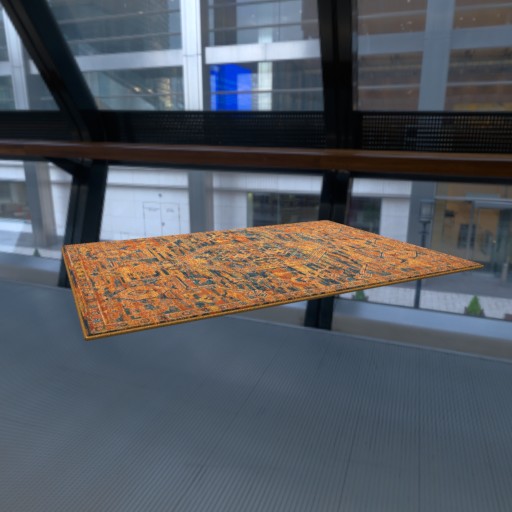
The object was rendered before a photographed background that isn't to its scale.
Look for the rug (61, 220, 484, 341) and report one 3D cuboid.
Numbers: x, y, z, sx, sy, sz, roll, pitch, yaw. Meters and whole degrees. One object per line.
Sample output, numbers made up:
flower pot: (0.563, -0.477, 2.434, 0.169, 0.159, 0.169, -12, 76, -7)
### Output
rug: (0.000, 0.000, 2.816, 2.204, 0.024, 1.588, -7, 17, -25)
